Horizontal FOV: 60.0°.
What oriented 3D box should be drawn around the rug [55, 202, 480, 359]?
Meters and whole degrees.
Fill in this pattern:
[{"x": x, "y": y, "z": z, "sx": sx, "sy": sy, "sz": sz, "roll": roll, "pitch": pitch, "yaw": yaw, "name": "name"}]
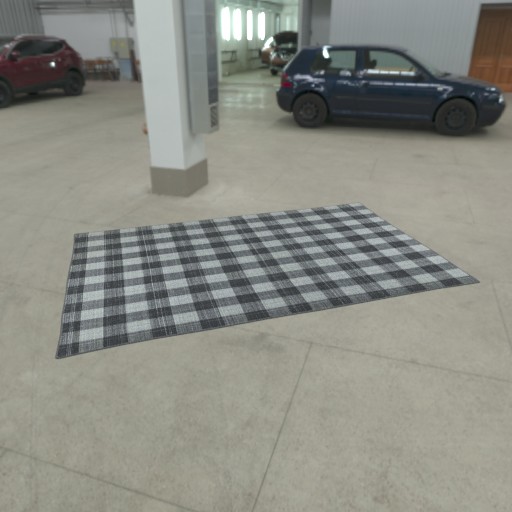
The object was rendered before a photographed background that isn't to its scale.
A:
[{"x": 0.000, "y": 0.000, "z": 3.097, "sx": 2.476, "sy": 0.011, "sz": 1.554, "roll": -8, "pitch": 27, "yaw": -15, "name": "rug"}]
